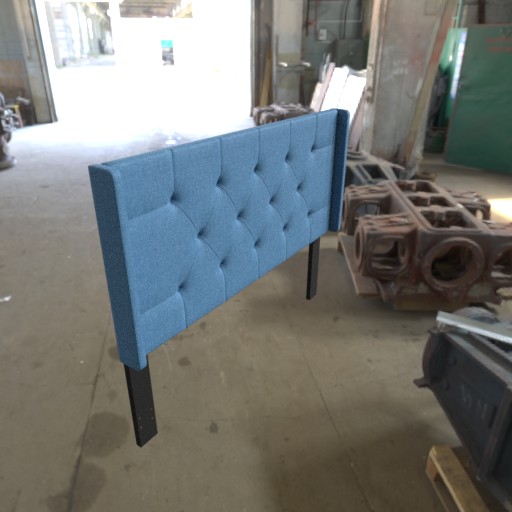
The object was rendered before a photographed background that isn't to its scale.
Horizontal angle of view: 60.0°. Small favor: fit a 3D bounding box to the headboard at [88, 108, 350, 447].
[{"bbox_3d":[0.000,0.000,2.720,0.184,1.524,2.051,17,30,31],"label":"headboard"}]
